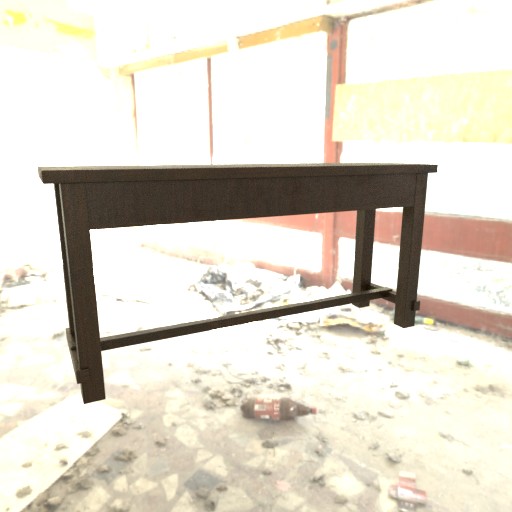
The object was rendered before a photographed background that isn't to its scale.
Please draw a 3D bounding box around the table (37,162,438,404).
[{"bbox_3d":[0.000,0.000,1.892,1.599,0.762,0.442,-7,15,-26],"label":"table"}]
